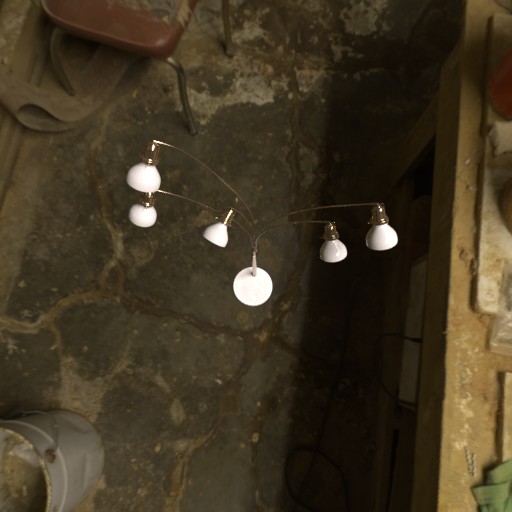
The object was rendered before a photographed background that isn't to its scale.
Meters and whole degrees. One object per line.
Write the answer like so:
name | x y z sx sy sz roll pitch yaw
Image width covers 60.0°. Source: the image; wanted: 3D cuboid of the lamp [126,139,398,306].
lamp | 0.000 0.000 2.984 1.405 2.423 0.361 10 76 3
